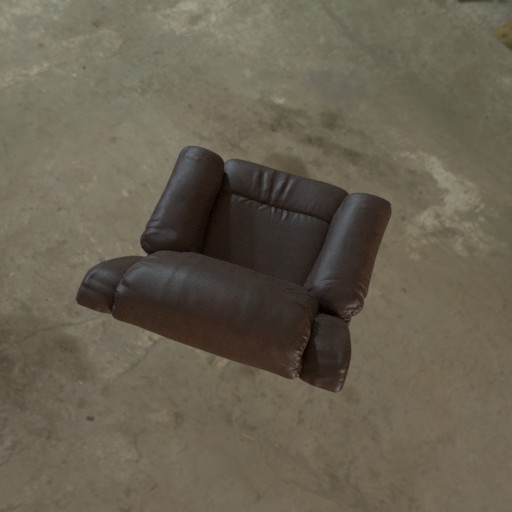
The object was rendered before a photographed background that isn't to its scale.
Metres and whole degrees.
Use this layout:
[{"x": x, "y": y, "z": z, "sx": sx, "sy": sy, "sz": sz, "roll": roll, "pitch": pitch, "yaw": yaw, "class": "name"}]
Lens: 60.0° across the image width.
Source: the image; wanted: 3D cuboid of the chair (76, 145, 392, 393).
[{"x": 0.000, "y": 0.000, "z": 1.285, "sx": 0.680, "sy": 0.702, "sz": 0.707, "roll": 17, "pitch": 66, "yaw": 8, "class": "chair"}]
